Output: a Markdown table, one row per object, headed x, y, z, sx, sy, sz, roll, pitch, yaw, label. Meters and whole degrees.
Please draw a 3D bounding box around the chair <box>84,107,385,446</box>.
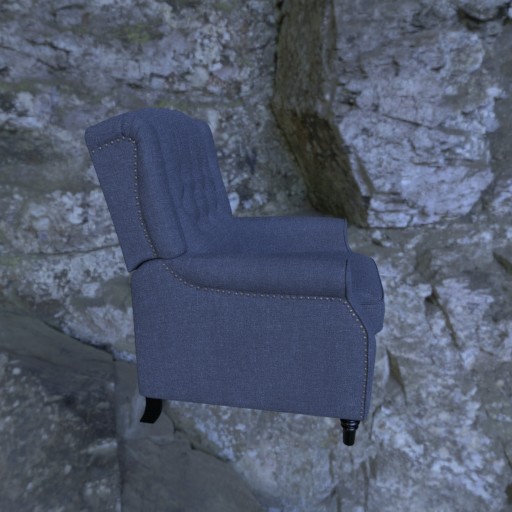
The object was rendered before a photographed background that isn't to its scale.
| x | y | z | sx | sy | sz | roll | pitch | yaw | label |
| --- | --- | --- | --- | --- | --- | --- | --- | --- | --- |
| 0.000 | 0.000 | 1.620 | 0.898 | 1.035 | 0.742 | 3 | 16 | 10 | chair |
